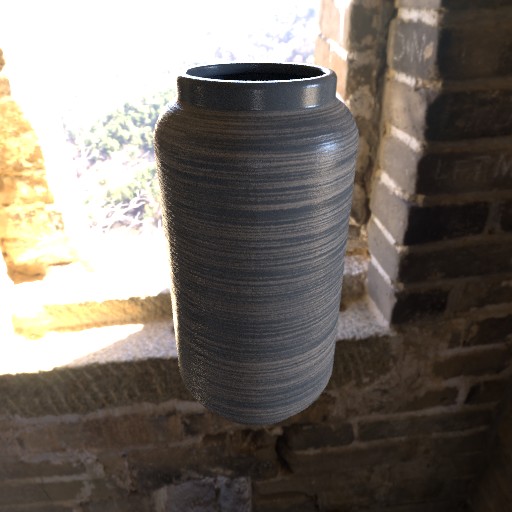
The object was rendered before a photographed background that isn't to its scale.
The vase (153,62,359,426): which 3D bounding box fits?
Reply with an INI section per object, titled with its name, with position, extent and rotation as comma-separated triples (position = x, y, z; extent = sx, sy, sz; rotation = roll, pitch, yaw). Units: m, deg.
[vase]
position = 0.000, 0.000, 0.295
extent = 0.116, 0.230, 0.116
rotation = 0, 30, 0
